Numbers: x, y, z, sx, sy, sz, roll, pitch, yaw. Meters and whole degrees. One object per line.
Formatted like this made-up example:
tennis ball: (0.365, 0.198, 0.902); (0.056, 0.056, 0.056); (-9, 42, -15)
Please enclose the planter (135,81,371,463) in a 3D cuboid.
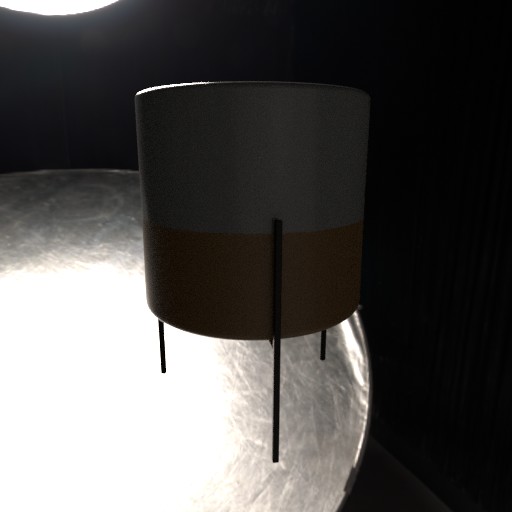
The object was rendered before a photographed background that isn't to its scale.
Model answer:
planter: (0.000, 0.000, 0.633); (0.310, 0.432, 0.310); (-6, 16, -24)
